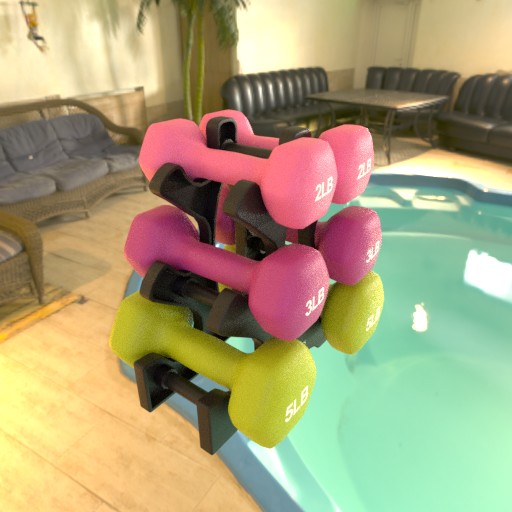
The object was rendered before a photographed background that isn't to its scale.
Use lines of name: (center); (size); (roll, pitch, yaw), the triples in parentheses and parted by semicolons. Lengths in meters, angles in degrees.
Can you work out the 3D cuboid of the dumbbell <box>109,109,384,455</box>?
dumbbell: (0.000, 0.000, 0.445); (0.203, 0.261, 0.257); (19, 32, 32)
